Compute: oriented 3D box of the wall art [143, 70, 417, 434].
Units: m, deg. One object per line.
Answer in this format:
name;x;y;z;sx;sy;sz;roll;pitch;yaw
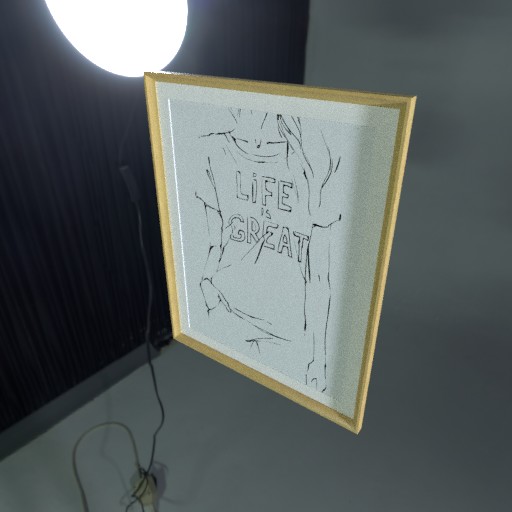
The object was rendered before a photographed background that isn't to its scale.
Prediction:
wall art;0.000;0.000;1.354;0.798;1.002;0.030;19;34;31
